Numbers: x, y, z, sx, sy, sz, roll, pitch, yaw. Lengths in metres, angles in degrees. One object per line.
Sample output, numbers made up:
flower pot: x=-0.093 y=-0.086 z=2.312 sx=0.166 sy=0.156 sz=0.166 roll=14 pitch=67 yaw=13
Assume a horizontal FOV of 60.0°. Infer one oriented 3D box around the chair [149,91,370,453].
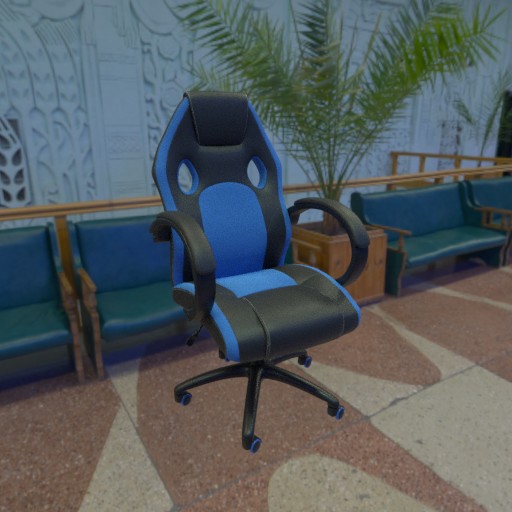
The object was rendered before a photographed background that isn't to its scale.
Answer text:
chair: x=0.000 y=0.000 z=1.649 sx=0.673 sy=1.187 sz=0.724 roll=-9 pitch=19 yaw=-28
